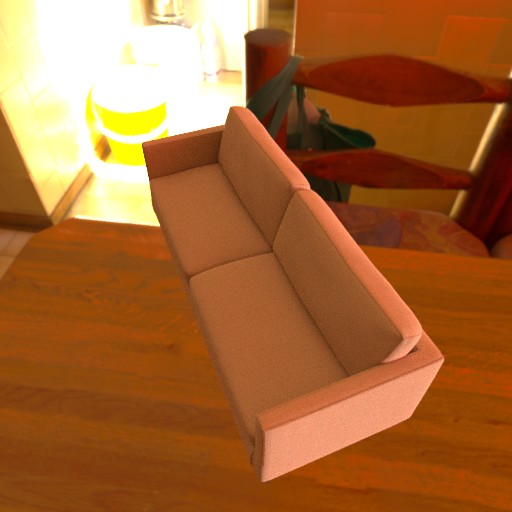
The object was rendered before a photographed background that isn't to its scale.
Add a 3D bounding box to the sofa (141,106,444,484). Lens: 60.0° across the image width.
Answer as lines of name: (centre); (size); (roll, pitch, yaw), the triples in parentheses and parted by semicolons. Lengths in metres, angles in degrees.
sofa: (0.000, 0.000, 2.848); (0.951, 0.968, 2.361); (-17, 49, -15)
